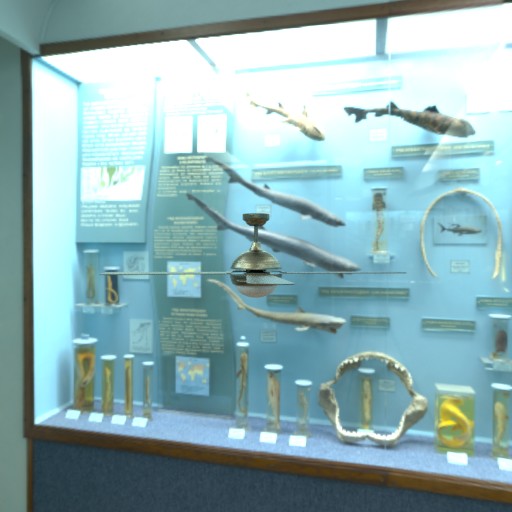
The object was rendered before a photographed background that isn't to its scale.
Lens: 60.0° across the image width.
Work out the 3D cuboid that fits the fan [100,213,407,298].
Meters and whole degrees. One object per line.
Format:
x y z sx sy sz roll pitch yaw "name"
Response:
0.000 0.000 2.028 1.321 0.381 1.321 0 1 17 "fan"
